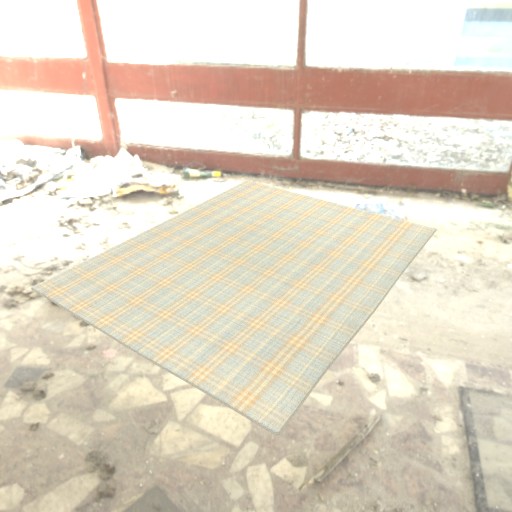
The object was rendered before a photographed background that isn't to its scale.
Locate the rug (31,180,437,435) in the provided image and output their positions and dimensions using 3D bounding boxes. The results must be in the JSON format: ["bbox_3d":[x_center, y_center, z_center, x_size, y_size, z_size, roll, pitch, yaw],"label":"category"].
[{"bbox_3d":[0.000,0.000,4.134,2.462,0.030,3.066,20,36,30],"label":"rug"}]
